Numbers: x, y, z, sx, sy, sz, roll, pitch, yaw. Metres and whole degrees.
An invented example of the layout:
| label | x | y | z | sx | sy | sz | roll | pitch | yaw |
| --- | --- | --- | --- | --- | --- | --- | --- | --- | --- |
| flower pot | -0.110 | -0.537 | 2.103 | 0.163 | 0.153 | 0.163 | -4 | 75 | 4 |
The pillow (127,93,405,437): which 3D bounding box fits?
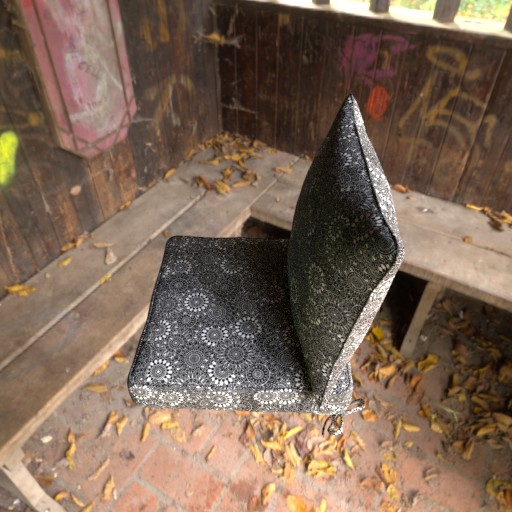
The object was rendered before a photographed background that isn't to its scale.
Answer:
| label | x | y | z | sx | sy | sz | roll | pitch | yaw |
| --- | --- | --- | --- | --- | --- | --- | --- | --- | --- |
| pillow | 0.000 | 0.000 | 1.357 | 0.740 | 0.722 | 0.798 | 1 | 43 | 2 |
